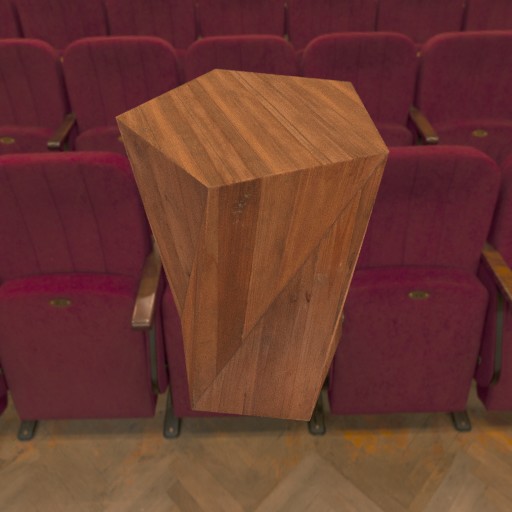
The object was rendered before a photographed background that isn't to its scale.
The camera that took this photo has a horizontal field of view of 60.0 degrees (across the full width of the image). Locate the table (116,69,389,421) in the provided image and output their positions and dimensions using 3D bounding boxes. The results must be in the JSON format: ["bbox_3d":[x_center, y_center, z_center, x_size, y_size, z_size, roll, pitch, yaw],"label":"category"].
[{"bbox_3d":[0.000,0.000,0.904,0.441,0.604,0.425,-1,42,-1],"label":"table"}]
